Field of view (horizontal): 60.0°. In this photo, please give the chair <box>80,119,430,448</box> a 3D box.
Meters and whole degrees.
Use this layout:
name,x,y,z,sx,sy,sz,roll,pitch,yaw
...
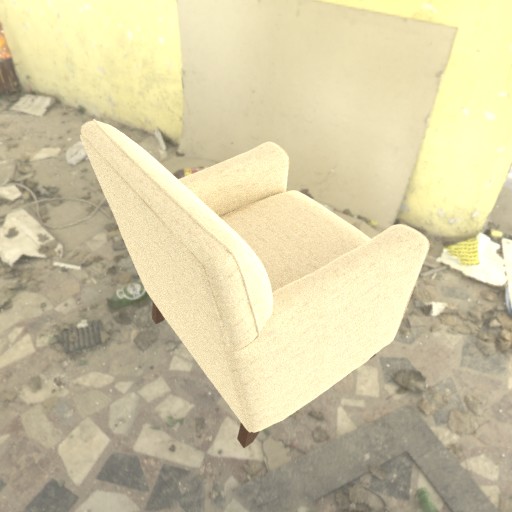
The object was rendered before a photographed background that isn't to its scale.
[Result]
name,x,y,z,sx,sy,sz,roll,pitch,yaw
chair,0.000,0.000,1.617,0.823,0.943,0.870,-25,47,-26
